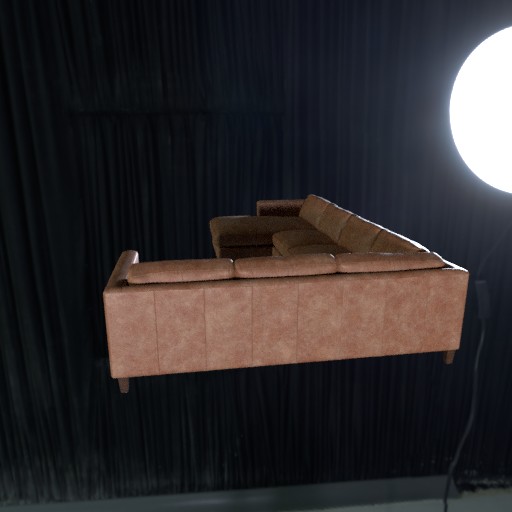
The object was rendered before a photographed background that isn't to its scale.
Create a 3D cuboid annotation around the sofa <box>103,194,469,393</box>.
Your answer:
[{"bbox_3d":[0.000,0.000,4.539,2.430,0.832,3.401,-3,16,-9],"label":"sofa"}]
